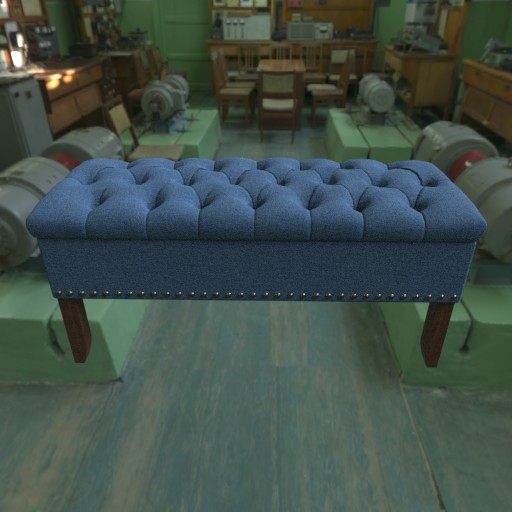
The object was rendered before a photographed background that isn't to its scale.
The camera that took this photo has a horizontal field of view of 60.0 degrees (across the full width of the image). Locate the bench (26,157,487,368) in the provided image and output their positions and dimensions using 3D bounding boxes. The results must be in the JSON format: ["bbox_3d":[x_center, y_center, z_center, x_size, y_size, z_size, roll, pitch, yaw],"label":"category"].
[{"bbox_3d":[0.000,0.000,1.278,1.052,0.492,0.417,1,30,1],"label":"bench"}]
